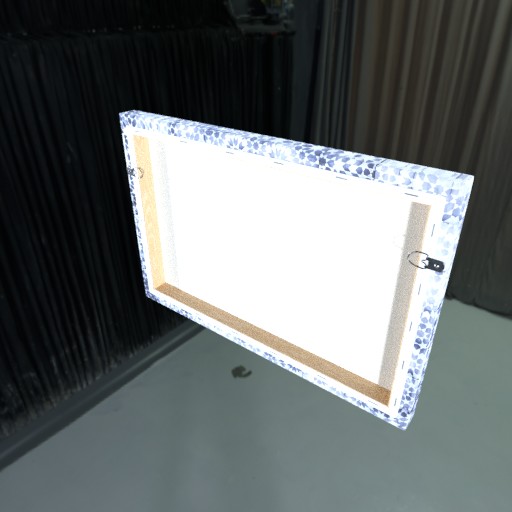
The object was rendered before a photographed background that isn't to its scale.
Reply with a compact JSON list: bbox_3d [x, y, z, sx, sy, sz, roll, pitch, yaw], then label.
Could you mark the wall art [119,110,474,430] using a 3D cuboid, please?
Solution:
[{"bbox_3d":[0.000,0.000,1.139,0.911,0.608,0.057,21,36,32],"label":"wall art"}]
